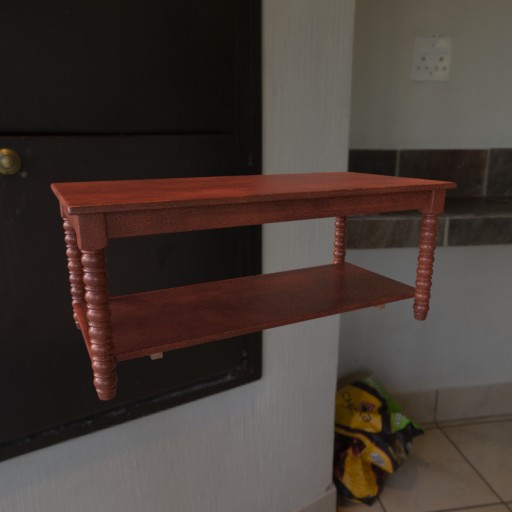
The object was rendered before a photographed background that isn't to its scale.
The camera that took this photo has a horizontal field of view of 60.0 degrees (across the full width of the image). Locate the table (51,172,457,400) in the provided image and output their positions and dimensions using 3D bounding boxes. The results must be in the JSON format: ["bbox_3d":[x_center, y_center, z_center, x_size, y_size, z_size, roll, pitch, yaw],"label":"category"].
[{"bbox_3d":[0.000,0.000,1.480,1.171,0.485,0.580,-7,16,-26],"label":"table"}]
